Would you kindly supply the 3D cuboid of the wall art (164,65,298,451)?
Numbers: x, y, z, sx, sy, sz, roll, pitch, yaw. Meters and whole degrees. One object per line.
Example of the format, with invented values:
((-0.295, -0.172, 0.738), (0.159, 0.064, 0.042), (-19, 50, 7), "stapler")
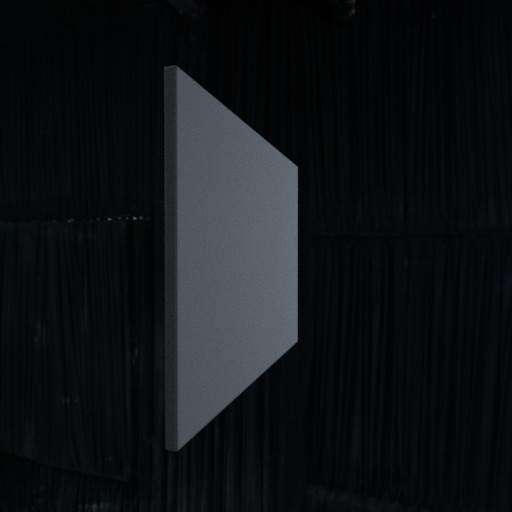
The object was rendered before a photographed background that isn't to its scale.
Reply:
((0.000, 0.000, 1.219), (0.049, 0.659, 0.964), (0, 1, 19), "wall art")
